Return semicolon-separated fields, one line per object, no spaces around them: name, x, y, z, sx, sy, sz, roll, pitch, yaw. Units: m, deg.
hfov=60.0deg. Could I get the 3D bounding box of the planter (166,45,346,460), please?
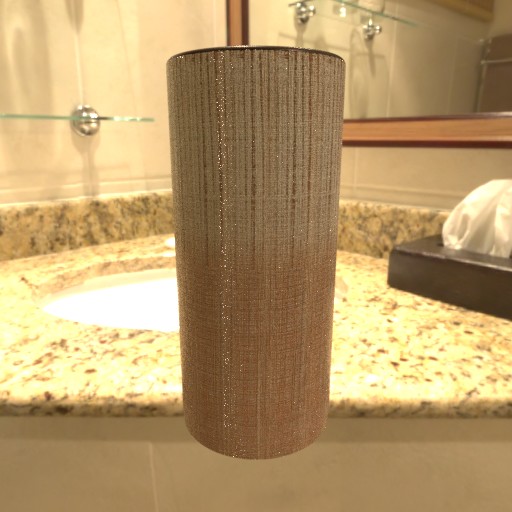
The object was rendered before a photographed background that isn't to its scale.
planter;0.000;0.000;0.280;0.100;0.227;0.100;2;16;8
